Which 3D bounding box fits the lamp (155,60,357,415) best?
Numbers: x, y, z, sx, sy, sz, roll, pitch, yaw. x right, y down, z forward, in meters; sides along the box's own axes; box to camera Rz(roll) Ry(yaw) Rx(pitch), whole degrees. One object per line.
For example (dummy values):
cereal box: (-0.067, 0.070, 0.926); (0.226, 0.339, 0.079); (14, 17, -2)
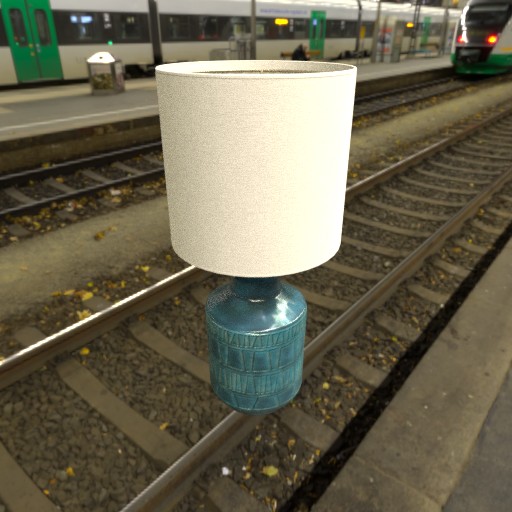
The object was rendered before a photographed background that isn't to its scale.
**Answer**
lamp: (0.000, 0.000, 0.576); (0.211, 0.455, 0.211); (8, 28, 16)
